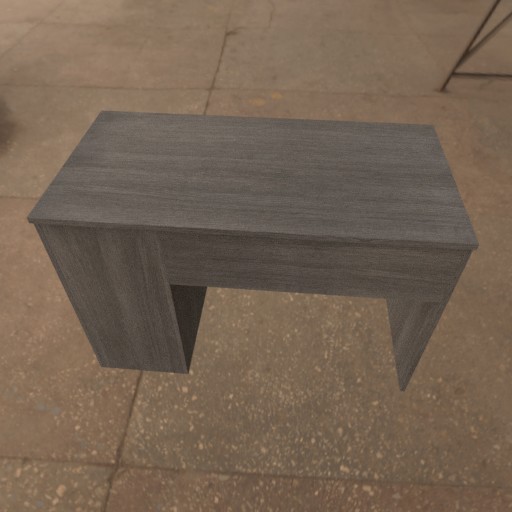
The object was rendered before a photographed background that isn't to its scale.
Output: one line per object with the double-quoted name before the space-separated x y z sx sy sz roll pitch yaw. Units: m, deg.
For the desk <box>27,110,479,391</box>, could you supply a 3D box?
"desk" 0.000 0.000 1.526 1.097 0.735 0.560 4 45 4
